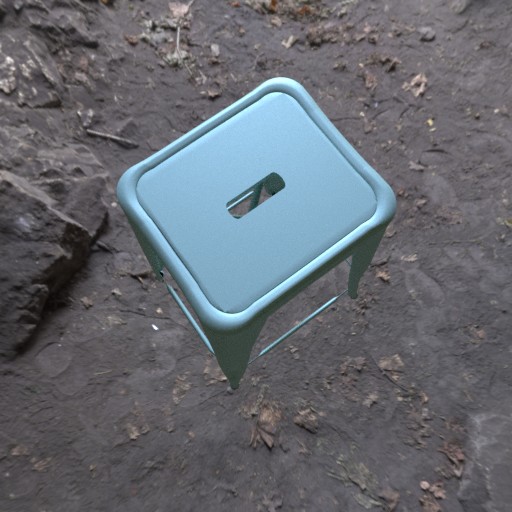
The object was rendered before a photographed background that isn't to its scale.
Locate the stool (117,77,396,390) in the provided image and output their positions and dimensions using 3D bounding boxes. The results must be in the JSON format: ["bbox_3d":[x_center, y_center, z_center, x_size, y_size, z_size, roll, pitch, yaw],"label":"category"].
[{"bbox_3d":[0.000,0.000,0.851,0.399,0.609,0.359,-36,78,-9],"label":"stool"}]
